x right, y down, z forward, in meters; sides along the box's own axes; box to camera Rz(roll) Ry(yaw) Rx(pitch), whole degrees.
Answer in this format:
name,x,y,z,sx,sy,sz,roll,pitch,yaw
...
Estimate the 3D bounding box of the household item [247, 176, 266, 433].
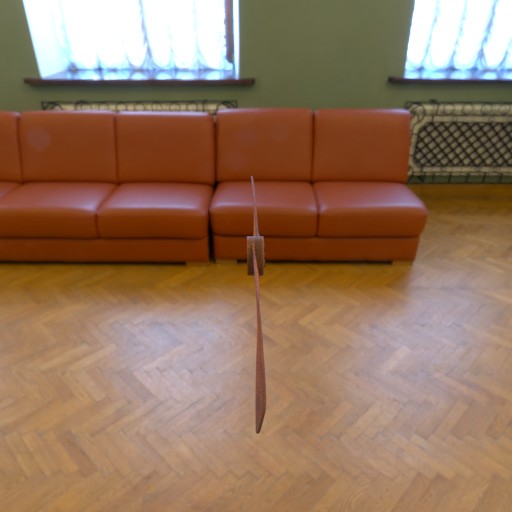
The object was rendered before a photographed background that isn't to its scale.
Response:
name,x,y,z,sx,sy,sz,roll,pitch,yaw
household item,0.000,0.000,1.289,0.051,0.121,1.181,0,30,-1
